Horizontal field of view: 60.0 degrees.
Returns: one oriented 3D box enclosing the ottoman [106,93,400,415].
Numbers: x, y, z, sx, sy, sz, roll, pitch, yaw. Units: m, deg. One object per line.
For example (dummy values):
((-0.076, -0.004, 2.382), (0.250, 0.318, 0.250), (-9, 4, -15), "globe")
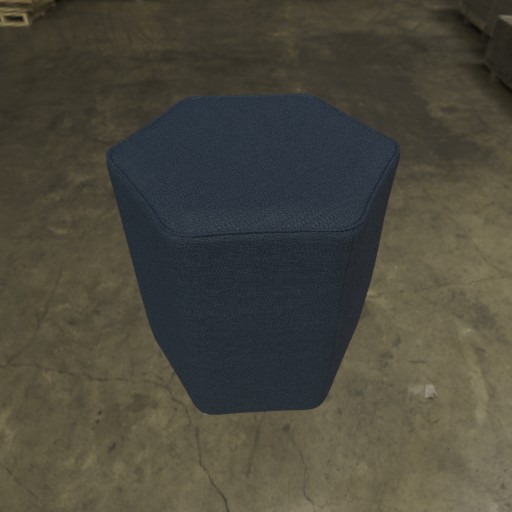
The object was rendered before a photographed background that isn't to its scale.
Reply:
((0.000, 0.000, 0.895), (0.492, 0.505, 0.454), (0, 43, 0), "ottoman")
